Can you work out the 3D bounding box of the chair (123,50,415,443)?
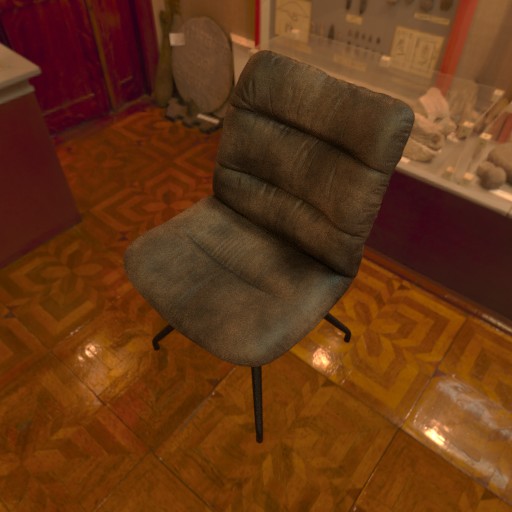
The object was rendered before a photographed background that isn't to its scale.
[{"bbox_3d":[0.000,0.000,1.253,0.549,0.870,0.622,33,55,27],"label":"chair"}]
